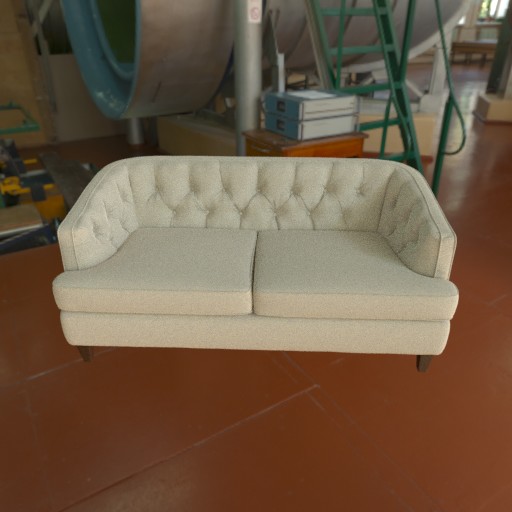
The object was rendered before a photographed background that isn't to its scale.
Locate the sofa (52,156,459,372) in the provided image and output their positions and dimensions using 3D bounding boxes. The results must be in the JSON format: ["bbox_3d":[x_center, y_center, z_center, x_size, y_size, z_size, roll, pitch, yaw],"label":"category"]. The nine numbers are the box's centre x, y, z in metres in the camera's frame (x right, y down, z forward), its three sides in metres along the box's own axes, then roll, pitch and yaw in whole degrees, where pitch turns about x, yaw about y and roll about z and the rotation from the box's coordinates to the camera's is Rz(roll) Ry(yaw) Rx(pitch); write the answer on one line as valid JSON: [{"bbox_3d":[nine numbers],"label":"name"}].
[{"bbox_3d":[0.000,0.000,2.271,1.733,0.855,0.941,1,29,2],"label":"sofa"}]
